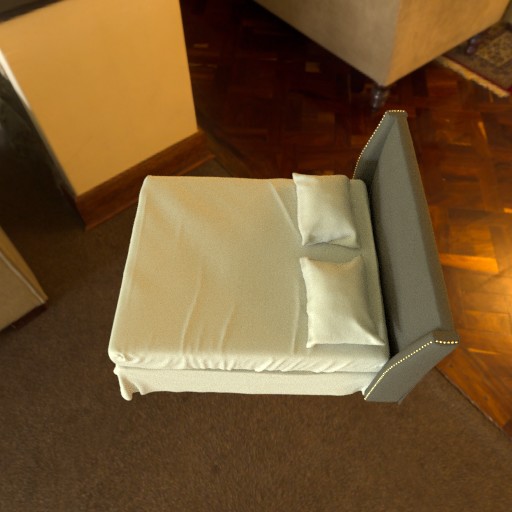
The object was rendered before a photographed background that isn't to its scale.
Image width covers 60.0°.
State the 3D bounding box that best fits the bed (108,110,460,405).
[{"bbox_3d":[0.000,0.000,3.447,2.276,1.332,1.925,1,58,1],"label":"bed"}]
